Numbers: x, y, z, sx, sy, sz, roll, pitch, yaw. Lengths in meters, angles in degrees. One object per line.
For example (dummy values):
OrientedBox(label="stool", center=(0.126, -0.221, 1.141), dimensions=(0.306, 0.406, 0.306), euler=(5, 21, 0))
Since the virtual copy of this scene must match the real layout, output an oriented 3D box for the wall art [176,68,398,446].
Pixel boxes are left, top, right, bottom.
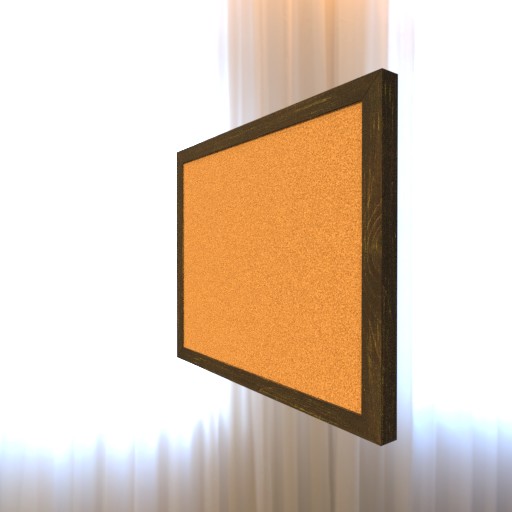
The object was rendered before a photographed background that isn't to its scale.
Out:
OrientedBox(label="wall art", center=(0.000, 0.000, 0.770), dimensions=(0.032, 0.457, 0.558), euler=(0, 1, -36))
